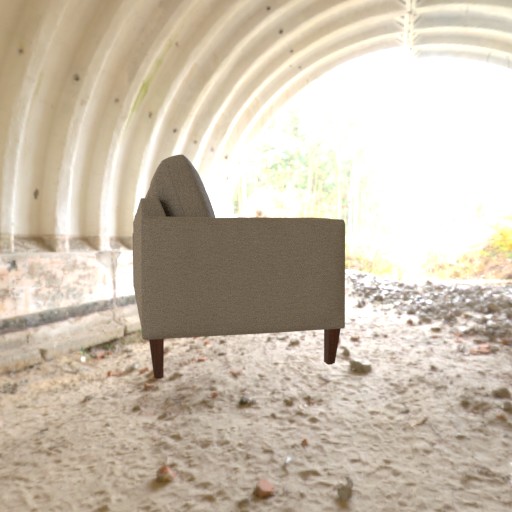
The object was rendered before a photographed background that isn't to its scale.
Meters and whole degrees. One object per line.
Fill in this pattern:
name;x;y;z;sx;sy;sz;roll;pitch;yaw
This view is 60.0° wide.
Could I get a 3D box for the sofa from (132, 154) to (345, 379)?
sofa;0.000;0.000;2.860;1.506;0.875;2.178;0;1;-16
